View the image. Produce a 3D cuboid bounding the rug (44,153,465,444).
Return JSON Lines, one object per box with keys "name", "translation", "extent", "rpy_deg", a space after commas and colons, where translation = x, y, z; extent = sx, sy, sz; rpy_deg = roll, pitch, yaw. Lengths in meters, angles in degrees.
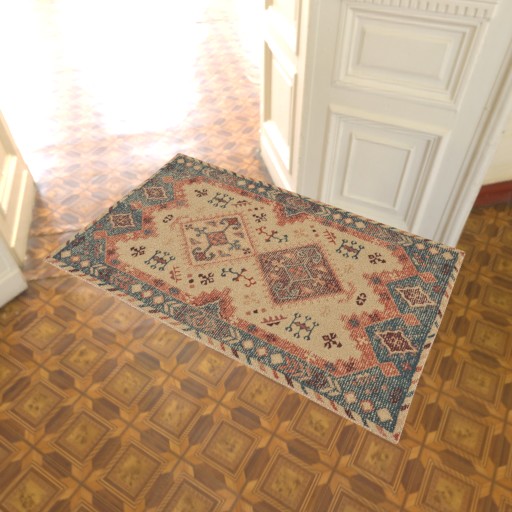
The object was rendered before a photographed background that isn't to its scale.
{"name": "rug", "translation": [0.000, 0.000, 3.029], "extent": [2.464, 0.023, 1.521], "rpy_deg": [23, 50, 21]}
